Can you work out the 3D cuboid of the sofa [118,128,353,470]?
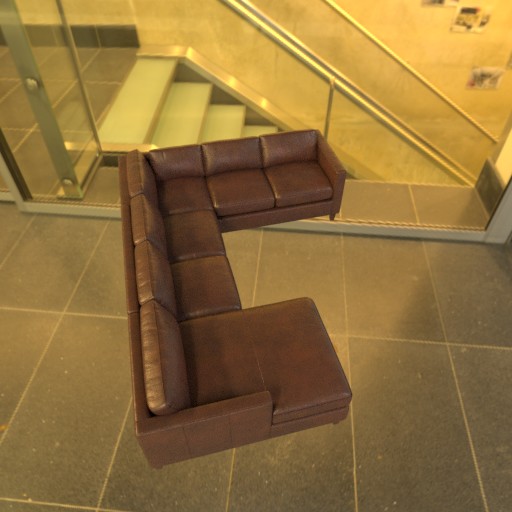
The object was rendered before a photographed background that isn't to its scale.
[{"bbox_3d":[0.000,0.000,4.393,2.452,0.891,3.324,-10,47,-10],"label":"sofa"}]
